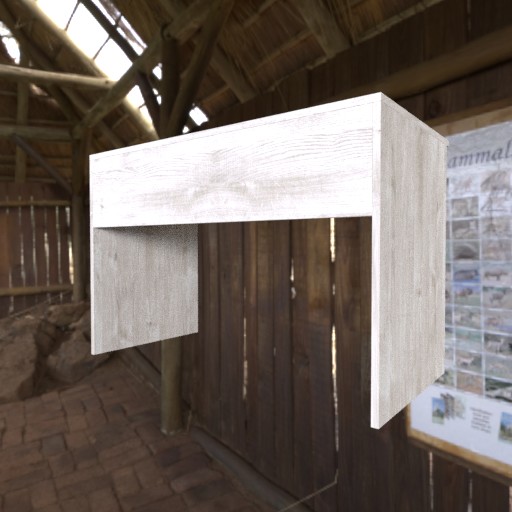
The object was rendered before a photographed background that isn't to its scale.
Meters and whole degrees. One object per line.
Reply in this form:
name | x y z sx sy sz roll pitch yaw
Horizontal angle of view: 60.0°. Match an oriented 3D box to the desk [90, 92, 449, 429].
desk | 0.000 0.000 1.514 1.100 0.730 0.560 1 2 37
